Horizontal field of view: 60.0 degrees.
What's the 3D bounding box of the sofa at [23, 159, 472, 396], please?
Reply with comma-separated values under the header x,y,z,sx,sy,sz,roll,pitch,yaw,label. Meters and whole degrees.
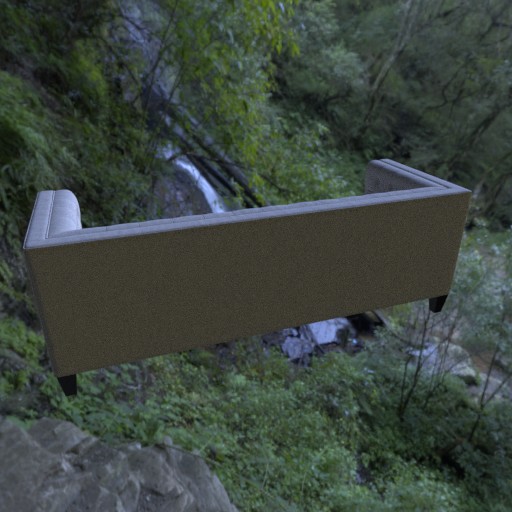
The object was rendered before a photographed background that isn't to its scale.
x,y,z,sx,sy,sz,roll,pitch,yaw,label
0.000,0.000,2.490,2.159,0.762,0.775,-9,27,-18,sofa
